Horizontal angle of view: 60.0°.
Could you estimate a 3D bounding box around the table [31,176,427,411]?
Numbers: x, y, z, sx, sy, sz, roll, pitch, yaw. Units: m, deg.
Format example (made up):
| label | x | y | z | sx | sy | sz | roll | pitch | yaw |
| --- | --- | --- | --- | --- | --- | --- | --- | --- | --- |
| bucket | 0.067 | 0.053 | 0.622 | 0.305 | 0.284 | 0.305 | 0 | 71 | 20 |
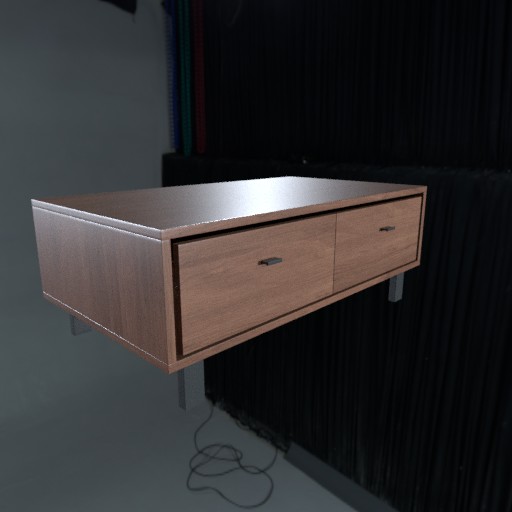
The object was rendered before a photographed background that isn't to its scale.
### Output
| label | x | y | z | sx | sy | sz | roll | pitch | yaw |
| --- | --- | --- | --- | --- | --- | --- | --- | --- | --- |
| table | 0.000 | 0.000 | 1.323 | 0.600 | 0.380 | 1.020 | 14 | 20 | 43 |
